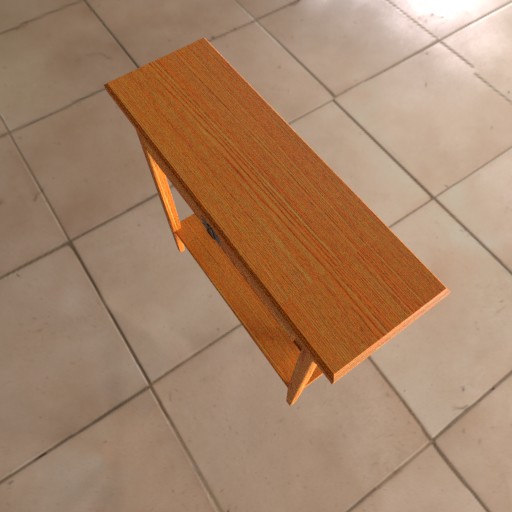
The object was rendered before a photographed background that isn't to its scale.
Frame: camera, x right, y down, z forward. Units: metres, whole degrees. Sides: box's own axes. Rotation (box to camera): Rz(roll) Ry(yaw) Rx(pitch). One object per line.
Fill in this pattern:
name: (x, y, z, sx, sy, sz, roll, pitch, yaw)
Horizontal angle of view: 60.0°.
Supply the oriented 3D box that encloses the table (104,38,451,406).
table: (0.000, 0.000, 1.154, 0.254, 0.711, 0.762, -33, 68, -15)
